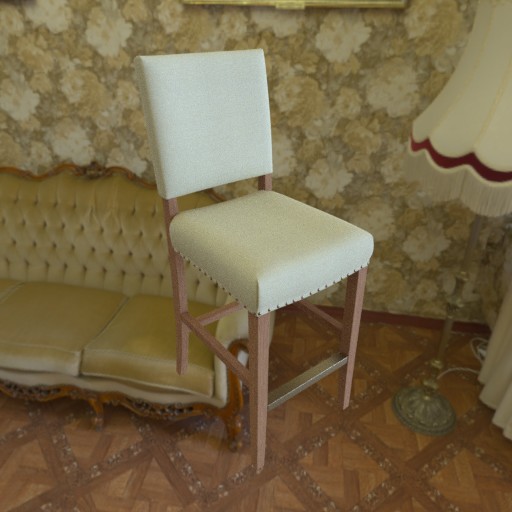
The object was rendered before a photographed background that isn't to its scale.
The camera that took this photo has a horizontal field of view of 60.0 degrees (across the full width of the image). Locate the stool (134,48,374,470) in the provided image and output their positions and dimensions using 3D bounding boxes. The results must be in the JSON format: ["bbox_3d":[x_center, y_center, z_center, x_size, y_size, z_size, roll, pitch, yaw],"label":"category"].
[{"bbox_3d":[0.000,0.000,1.429,0.445,1.168,0.584,-21,35,-32],"label":"stool"}]
